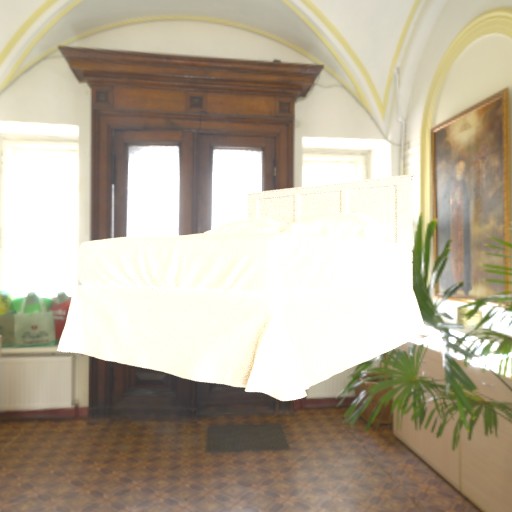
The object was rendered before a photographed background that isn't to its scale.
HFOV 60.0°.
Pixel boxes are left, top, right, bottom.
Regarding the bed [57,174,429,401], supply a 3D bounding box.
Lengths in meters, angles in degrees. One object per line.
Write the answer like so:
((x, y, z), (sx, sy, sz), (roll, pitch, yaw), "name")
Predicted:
((0.000, 0.000, 3.151), (1.876, 1.269, 2.047), (0, -1, 37), "bed")
